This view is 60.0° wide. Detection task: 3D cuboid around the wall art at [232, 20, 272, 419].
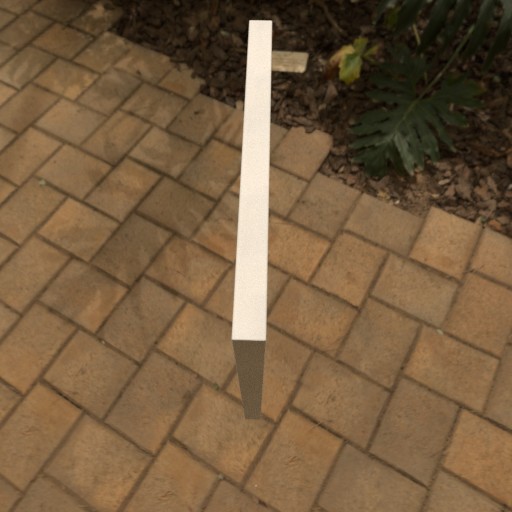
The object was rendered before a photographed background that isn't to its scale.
[{"bbox_3d":[0.000,0.000,0.838,0.037,0.606,0.508,1,63,1],"label":"wall art"}]
